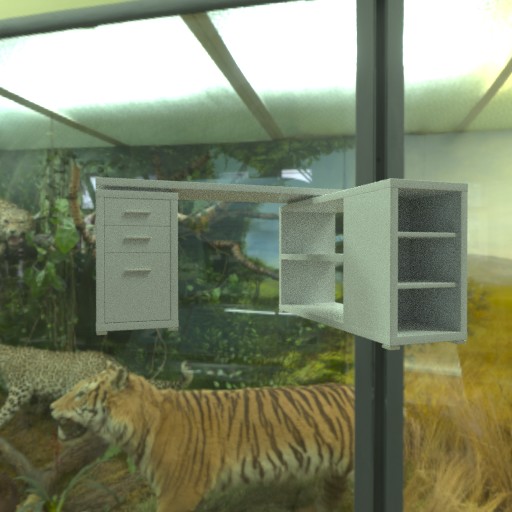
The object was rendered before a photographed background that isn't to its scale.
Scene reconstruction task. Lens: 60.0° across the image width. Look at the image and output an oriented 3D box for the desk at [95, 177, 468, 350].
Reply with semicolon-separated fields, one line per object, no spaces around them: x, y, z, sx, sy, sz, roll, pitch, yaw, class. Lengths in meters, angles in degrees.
0.000;0.000;2.235;1.524;0.753;1.200;0;1;-19;desk
